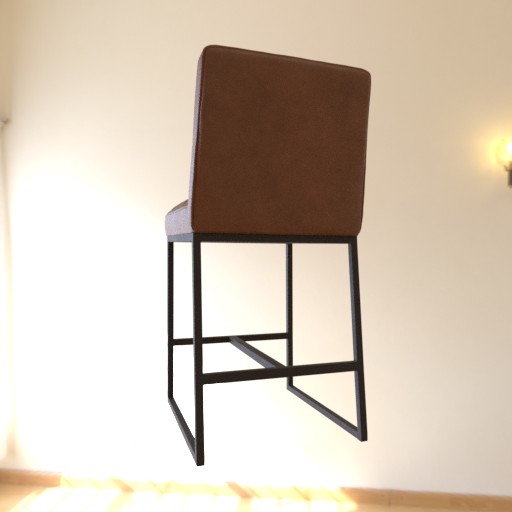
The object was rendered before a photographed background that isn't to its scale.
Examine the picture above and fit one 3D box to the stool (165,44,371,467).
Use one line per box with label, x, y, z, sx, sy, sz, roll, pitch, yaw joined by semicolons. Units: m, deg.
stool;0.000;0.000;1.277;0.458;0.940;0.556;0;-1;-19
